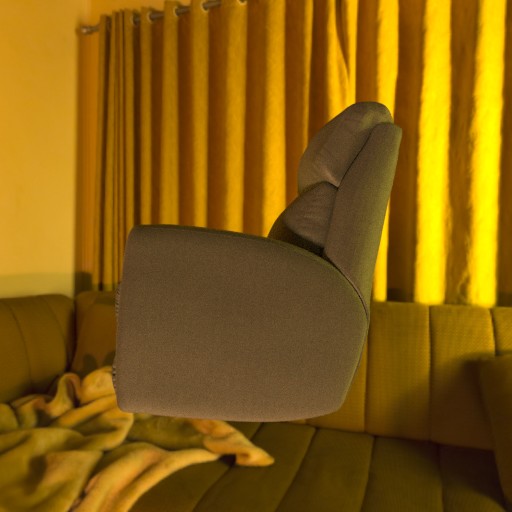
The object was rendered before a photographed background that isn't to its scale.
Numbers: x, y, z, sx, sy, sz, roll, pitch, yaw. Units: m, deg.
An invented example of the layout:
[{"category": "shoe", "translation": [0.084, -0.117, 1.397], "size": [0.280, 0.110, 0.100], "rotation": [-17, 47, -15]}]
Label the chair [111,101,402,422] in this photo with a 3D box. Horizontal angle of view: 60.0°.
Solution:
[{"category": "chair", "translation": [0.000, 0.000, 1.685], "size": [0.940, 1.016, 0.794], "rotation": [0, 1, -1]}]
